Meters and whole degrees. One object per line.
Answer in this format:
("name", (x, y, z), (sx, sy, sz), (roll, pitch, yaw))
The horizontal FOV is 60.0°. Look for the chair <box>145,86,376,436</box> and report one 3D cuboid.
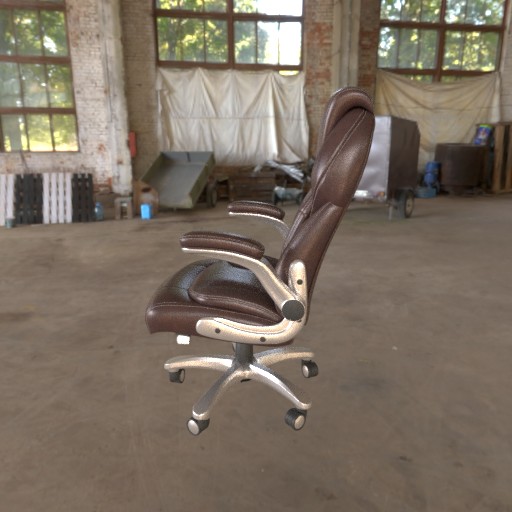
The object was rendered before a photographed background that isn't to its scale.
("chair", (0.000, 0.000, 1.661), (0.774, 1.160, 0.733), (2, 15, 9))
